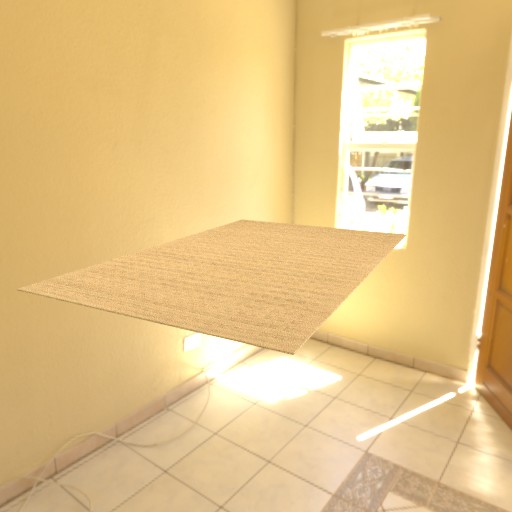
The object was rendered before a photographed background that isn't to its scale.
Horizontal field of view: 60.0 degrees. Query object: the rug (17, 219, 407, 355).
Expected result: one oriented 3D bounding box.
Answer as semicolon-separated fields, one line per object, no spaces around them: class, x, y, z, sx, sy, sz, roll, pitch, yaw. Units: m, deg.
rug;0.000;0.000;2.185;1.142;0.006;1.752;7;16;27
